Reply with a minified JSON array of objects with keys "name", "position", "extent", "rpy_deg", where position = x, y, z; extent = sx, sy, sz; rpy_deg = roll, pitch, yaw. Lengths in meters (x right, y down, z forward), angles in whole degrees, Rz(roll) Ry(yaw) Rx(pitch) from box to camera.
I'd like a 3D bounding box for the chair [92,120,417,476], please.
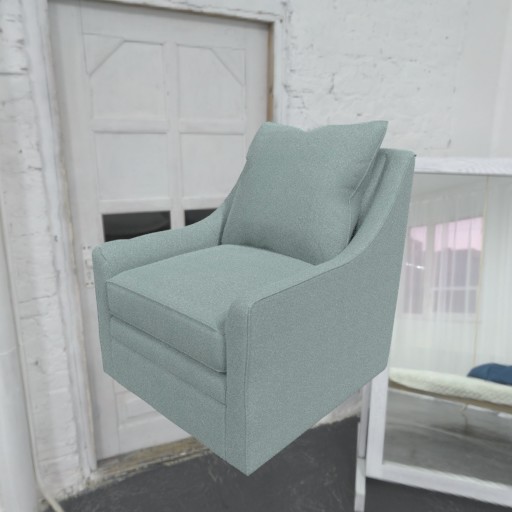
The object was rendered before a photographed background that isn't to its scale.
[{"name":"chair","position":[0.000,0.000,1.575],"extent":[0.760,0.926,0.870],"rpy_deg":[15,22,41]}]
